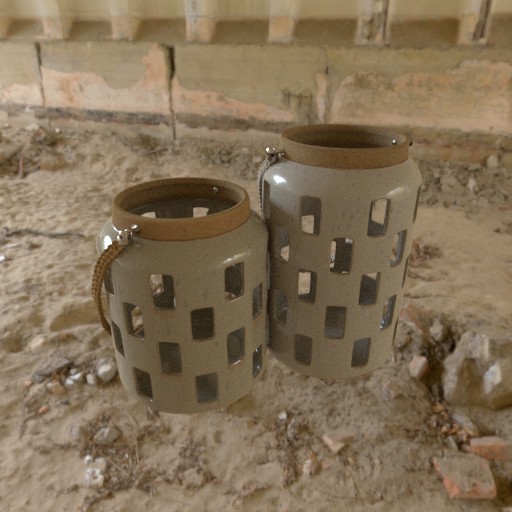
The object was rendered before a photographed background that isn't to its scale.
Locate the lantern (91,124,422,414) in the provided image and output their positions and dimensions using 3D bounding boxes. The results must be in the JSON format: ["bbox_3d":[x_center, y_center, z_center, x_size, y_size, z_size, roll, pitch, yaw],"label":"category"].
[{"bbox_3d":[0.000,0.000,0.488,0.347,0.255,0.184,-8,27,-15],"label":"lantern"}]
